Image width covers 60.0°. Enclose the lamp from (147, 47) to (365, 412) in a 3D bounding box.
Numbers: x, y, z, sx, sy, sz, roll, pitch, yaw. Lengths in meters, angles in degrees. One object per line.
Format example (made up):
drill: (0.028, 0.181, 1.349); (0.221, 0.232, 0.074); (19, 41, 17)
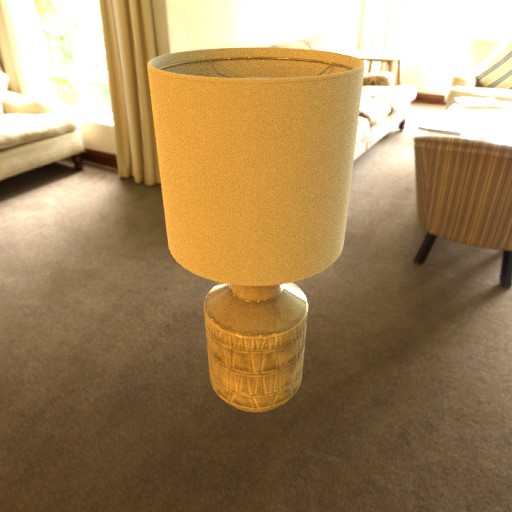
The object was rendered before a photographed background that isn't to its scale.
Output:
lamp: (0.000, 0.000, 0.557); (0.211, 0.455, 0.211); (-10, 33, -16)
